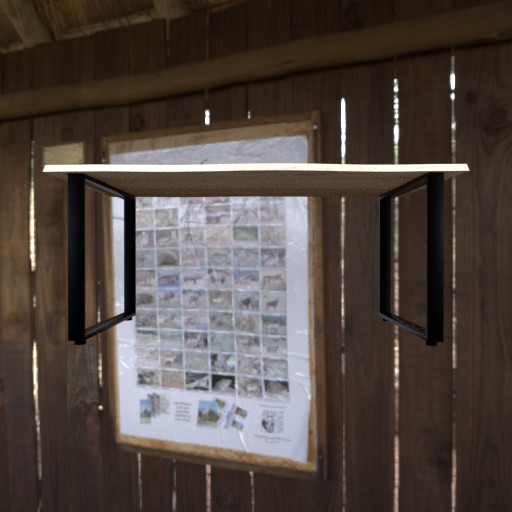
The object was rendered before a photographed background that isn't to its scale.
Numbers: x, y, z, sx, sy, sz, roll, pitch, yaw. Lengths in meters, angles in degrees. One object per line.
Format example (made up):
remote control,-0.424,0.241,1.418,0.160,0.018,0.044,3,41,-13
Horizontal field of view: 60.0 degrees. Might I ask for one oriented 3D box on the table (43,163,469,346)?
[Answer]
table,0.000,0.000,2.302,1.800,0.780,0.900,0,0,1
